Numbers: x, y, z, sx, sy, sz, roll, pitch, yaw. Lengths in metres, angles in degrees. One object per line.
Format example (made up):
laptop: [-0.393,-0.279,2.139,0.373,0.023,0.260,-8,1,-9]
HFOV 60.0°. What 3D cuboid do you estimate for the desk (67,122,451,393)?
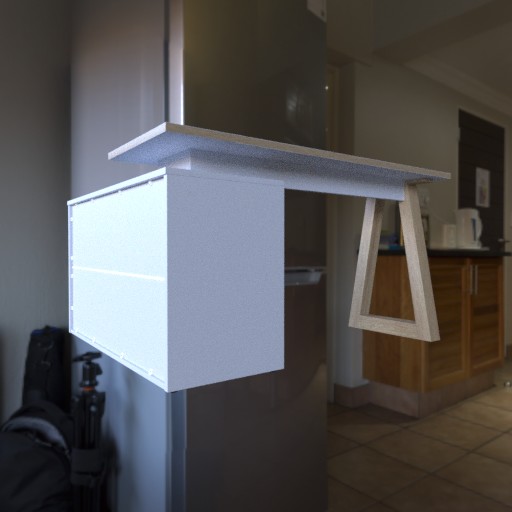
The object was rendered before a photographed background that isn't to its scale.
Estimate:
desk: [0.000,0.000,2.062,1.404,0.755,1.098,-1,1,-36]
